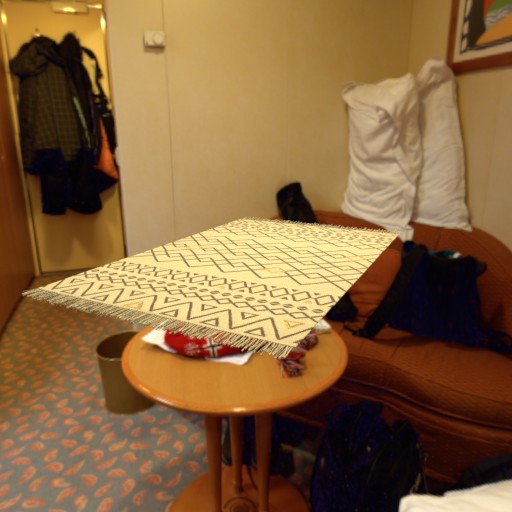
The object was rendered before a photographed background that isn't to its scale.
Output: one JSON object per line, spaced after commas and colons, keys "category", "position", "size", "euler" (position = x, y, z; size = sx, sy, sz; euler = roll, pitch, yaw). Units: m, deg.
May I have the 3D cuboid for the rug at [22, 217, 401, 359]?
{"category": "rug", "position": [0.000, 0.000, 3.015], "size": [1.495, 0.035, 2.472], "euler": [8, 17, 26]}
